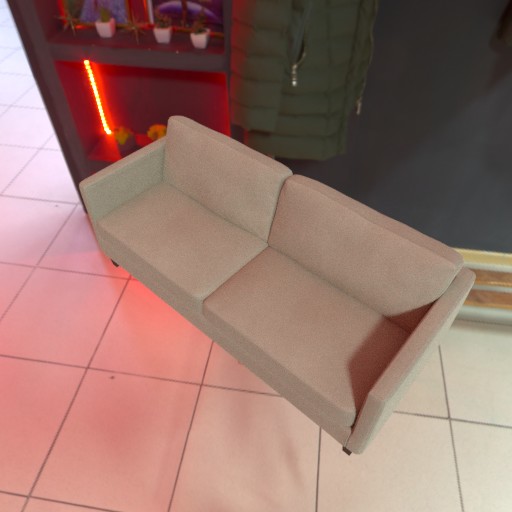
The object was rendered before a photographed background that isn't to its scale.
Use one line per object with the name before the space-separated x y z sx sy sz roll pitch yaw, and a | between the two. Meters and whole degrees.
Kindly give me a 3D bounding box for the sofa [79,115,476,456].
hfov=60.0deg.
sofa | 0.000 0.000 2.662 2.181 0.932 0.948 33 55 27
